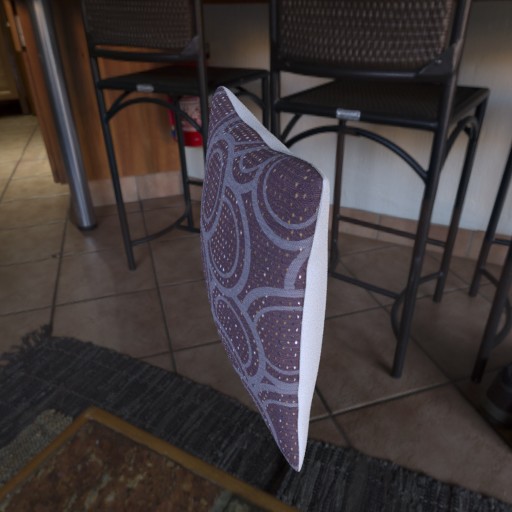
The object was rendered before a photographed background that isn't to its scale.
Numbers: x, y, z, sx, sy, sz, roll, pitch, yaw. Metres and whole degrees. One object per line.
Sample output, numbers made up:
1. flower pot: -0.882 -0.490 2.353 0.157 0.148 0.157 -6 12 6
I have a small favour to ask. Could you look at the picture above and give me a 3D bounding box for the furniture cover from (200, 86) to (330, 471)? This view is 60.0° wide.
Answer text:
1. furniture cover: 0.000 0.000 0.821 0.193 0.509 0.552 -8 32 -13
